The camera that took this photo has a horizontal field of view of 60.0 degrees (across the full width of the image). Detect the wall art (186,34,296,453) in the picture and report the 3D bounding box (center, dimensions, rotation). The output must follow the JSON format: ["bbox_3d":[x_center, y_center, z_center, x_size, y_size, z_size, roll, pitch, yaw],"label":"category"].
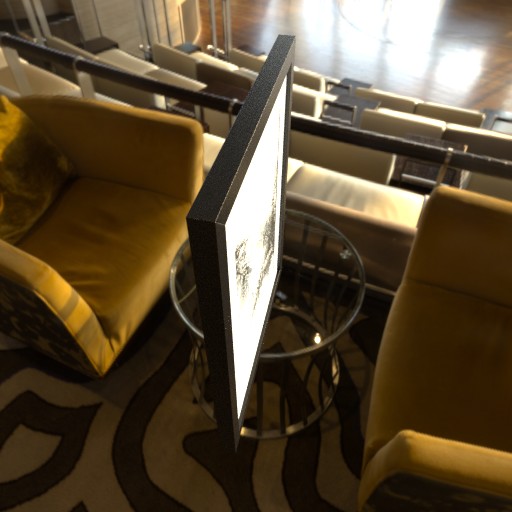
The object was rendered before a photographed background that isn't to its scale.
[{"bbox_3d":[0.000,0.000,0.755,0.028,0.557,0.457,9,47,9],"label":"wall art"}]
